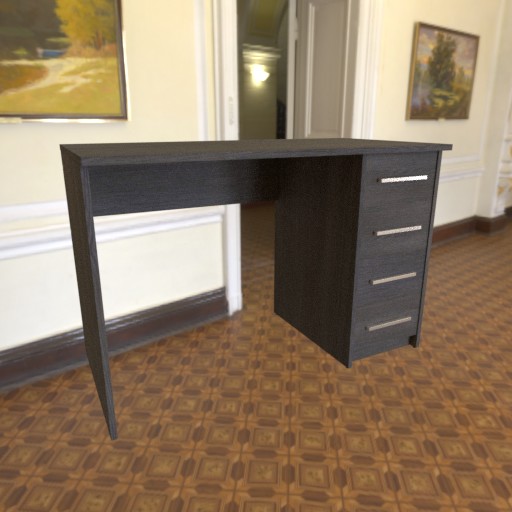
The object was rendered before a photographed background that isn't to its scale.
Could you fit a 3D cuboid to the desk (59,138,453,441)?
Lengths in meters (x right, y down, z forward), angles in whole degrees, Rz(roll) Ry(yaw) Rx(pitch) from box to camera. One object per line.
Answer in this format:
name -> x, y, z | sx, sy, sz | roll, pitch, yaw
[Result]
desk -> 0.000, 0.000, 1.491 | 1.096, 0.730, 0.560 | -9, 19, -26
